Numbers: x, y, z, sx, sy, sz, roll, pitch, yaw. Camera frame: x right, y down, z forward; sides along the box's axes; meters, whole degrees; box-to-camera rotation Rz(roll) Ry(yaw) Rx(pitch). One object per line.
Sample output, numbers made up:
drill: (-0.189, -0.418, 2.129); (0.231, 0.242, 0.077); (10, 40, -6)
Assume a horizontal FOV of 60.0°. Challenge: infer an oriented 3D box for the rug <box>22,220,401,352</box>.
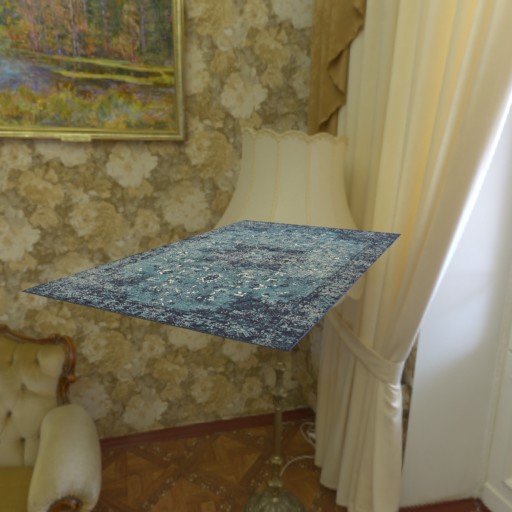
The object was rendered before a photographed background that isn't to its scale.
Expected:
rug: (0.000, 0.000, 3.043); (1.525, 0.007, 2.440); (7, 16, 26)
